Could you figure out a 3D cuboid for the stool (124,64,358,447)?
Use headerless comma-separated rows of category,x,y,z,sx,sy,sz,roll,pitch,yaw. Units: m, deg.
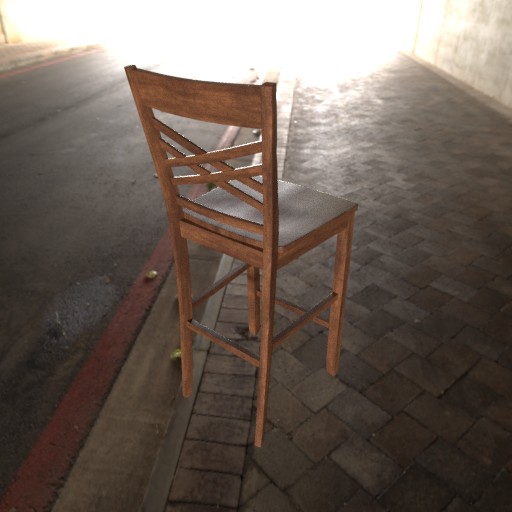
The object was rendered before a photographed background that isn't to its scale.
stool,0.000,0.000,1.369,0.433,1.105,0.487,22,37,32
